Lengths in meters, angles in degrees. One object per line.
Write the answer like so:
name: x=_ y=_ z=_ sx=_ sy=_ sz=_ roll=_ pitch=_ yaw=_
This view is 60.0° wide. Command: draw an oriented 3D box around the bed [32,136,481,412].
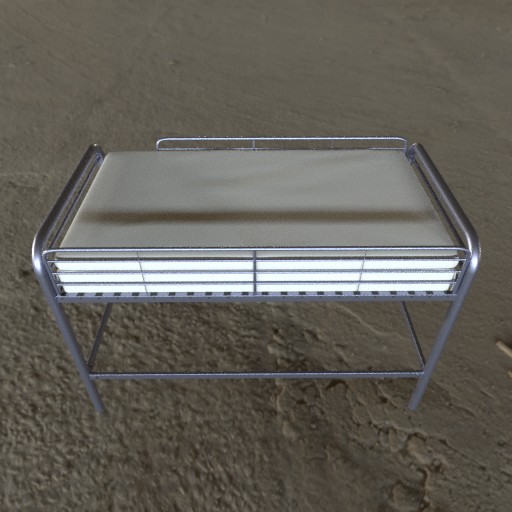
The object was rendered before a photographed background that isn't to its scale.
bed: x=0.000 y=0.000 z=2.814 sx=1.965 sy=1.288 sz=1.415 roll=0 pitch=41 yaw=0
